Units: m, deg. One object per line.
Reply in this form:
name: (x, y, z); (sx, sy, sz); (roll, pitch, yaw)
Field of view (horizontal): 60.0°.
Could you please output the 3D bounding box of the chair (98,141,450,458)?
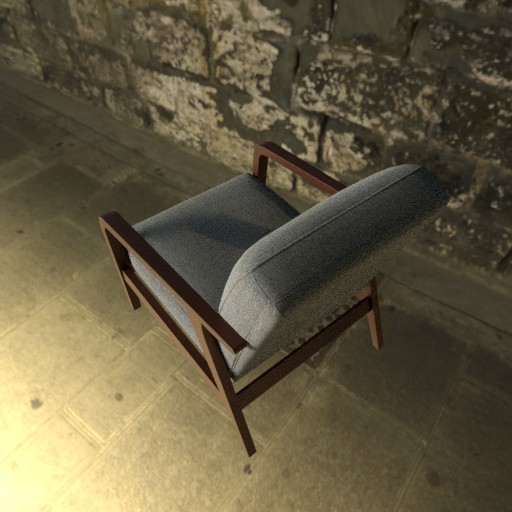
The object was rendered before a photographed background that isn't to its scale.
chair: (0.000, 0.000, 1.464); (0.704, 0.847, 0.858); (-30, 53, -26)
